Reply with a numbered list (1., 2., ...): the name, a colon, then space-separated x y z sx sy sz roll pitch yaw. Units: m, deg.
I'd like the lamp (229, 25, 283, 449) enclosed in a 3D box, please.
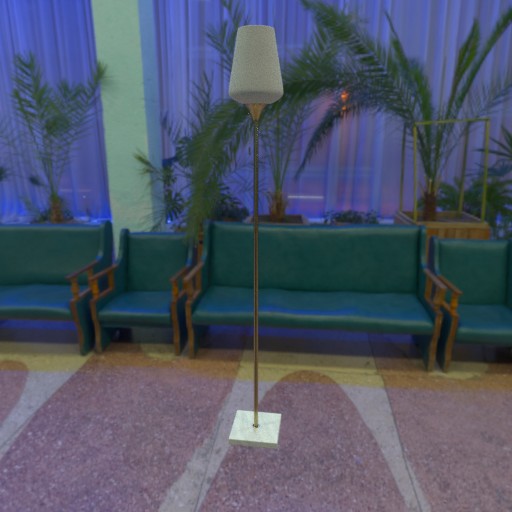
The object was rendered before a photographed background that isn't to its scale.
1. lamp: 0.000 0.000 1.953 0.232 1.813 0.229 2 16 8
